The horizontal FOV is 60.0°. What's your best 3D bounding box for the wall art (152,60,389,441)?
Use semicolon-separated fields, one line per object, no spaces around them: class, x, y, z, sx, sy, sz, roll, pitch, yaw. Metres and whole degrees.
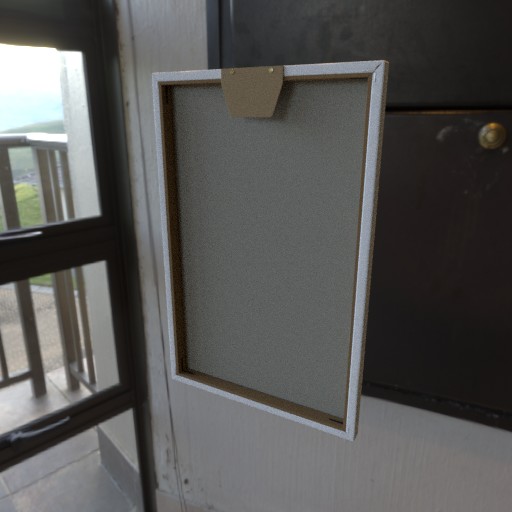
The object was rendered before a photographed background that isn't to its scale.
wall art;0.000;0.000;1.168;0.602;0.916;0.048;10;20;27
